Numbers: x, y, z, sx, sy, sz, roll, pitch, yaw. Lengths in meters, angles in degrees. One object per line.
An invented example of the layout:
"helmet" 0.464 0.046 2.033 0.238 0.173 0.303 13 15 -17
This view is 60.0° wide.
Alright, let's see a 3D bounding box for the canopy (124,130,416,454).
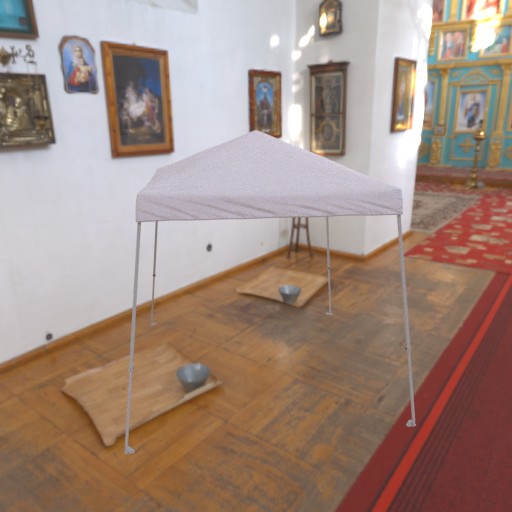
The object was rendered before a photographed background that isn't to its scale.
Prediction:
"canopy" 0.000 0.000 5.220 2.850 2.850 2.849 -2 16 -8
